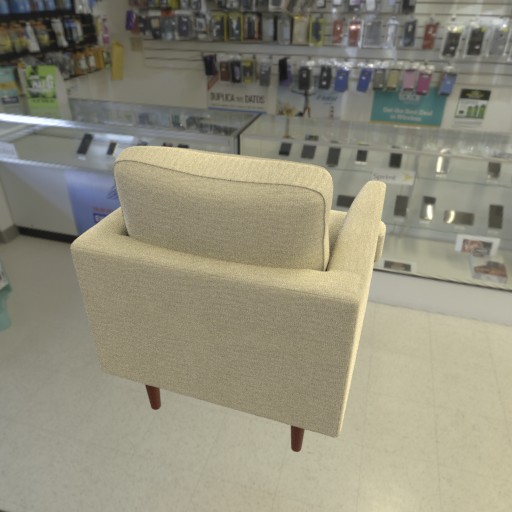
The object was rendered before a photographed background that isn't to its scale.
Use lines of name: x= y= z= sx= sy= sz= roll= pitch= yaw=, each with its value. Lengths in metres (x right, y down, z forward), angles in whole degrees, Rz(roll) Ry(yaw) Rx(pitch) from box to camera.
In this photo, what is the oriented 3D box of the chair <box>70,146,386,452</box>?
chair: x=0.000 y=0.000 z=1.604 sx=0.858 sy=0.957 sz=0.899 roll=10 pitch=33 yaw=16
